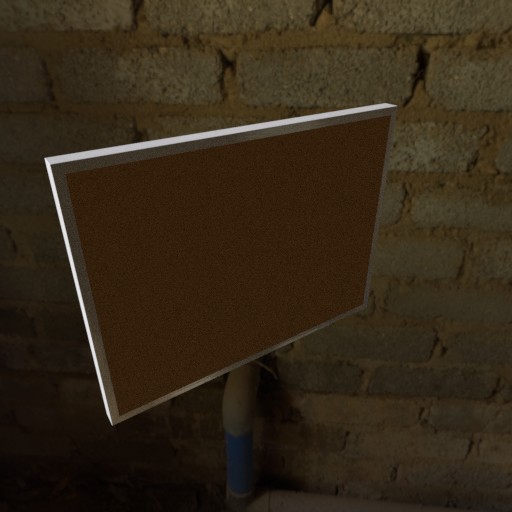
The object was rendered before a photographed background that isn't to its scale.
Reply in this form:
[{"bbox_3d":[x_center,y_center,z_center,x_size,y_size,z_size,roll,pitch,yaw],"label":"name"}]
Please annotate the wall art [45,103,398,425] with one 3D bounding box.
[{"bbox_3d":[0.000,0.000,1.366,1.041,0.787,0.053,-18,35,-29],"label":"wall art"}]
